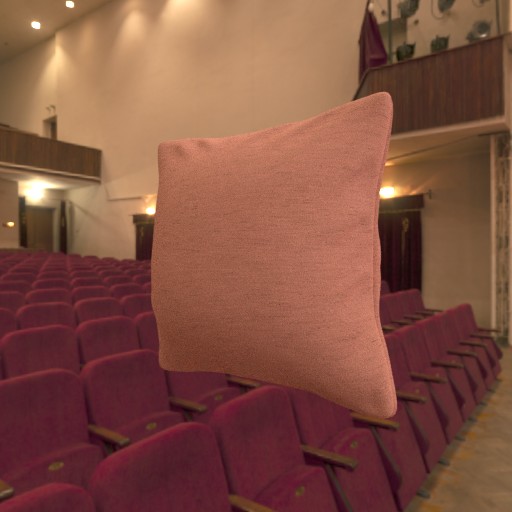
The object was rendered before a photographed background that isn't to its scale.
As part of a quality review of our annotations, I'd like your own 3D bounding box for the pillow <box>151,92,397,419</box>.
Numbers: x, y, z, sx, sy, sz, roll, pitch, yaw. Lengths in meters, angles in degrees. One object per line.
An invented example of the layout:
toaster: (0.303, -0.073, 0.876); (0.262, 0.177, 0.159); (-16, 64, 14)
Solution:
pillow: (0.000, 0.000, 0.683); (0.432, 0.415, 0.246); (0, 0, 36)
